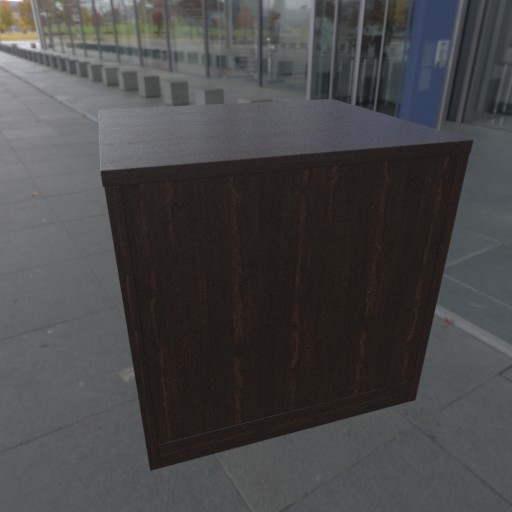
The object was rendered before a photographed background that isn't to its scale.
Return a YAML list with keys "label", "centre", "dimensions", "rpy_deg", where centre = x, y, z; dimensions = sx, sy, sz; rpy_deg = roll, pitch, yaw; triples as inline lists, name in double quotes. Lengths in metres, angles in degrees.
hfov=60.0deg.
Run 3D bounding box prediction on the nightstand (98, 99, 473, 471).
- label: "nightstand"
  centre: [0.000, 0.000, 0.832]
  dimensions: [0.489, 0.487, 0.427]
  rpy_deg: [-8, 28, -16]
